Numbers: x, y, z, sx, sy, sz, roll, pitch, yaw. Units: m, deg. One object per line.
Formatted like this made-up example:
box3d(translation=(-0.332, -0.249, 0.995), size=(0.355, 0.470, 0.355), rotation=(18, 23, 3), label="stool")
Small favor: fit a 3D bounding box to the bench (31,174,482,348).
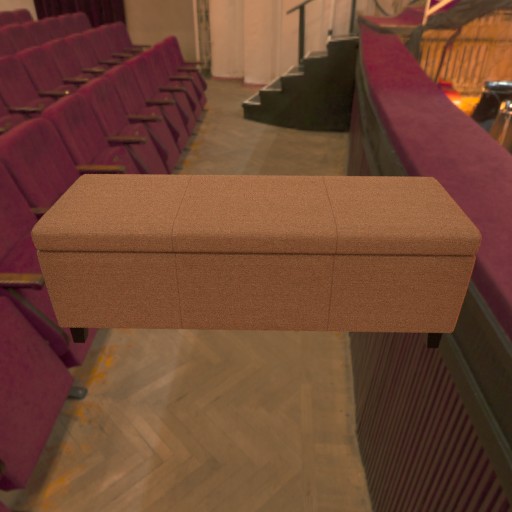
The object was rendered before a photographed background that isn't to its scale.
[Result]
box3d(translation=(0.000, 0.000, 1.501), size=(1.269, 0.438, 0.446), rotation=(1, 32, 1), label="bench")
